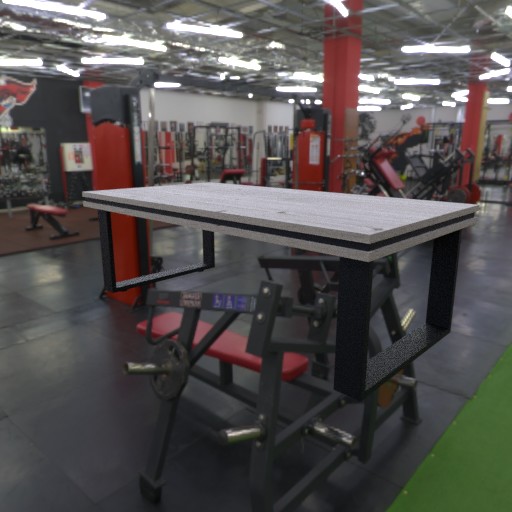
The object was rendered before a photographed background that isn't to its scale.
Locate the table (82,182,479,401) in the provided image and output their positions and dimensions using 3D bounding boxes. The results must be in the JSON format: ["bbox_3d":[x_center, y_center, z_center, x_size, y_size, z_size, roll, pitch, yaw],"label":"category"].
[{"bbox_3d":[0.000,0.000,1.709,1.350,0.450,0.700,13,19,42],"label":"table"}]
